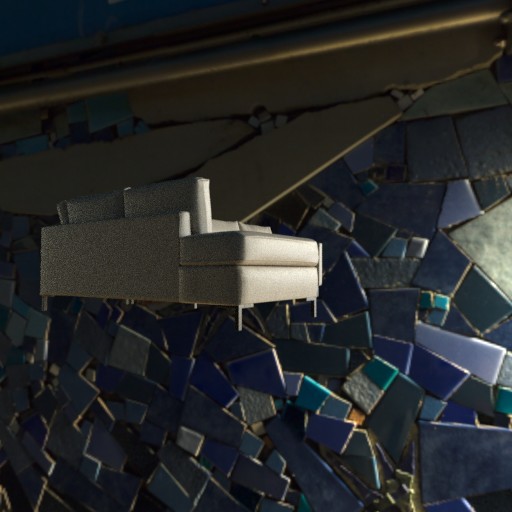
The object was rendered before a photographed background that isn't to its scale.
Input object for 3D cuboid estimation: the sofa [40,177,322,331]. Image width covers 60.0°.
[{"bbox_3d":[0.000,0.000,3.223,1.617,0.703,2.423,-1,-2,36],"label":"sofa"}]
